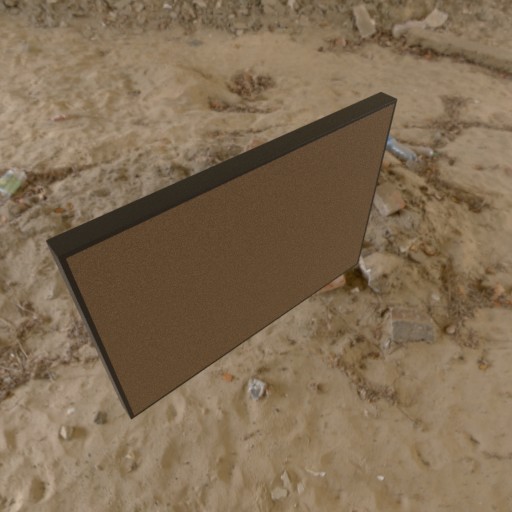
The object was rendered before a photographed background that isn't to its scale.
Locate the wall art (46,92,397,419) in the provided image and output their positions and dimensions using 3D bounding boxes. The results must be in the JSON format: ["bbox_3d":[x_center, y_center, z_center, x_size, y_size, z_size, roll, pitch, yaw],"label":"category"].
[{"bbox_3d":[0.000,0.000,1.222,0.939,0.640,0.058,-30,53,-27],"label":"wall art"}]
